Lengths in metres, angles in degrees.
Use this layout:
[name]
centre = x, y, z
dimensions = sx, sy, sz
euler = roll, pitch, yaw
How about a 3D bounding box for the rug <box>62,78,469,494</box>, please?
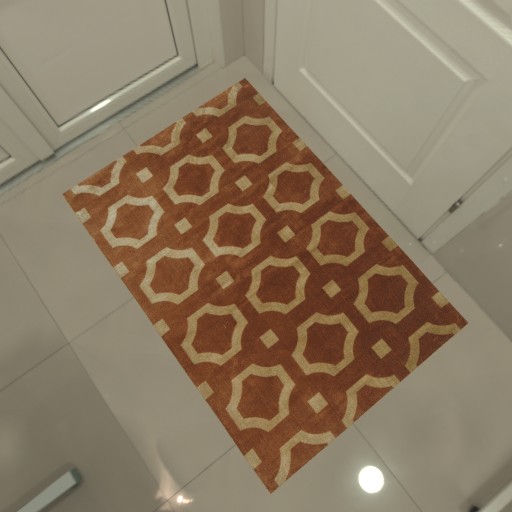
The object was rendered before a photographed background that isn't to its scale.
[rug]
centre = 0.000, 0.000, 2.854
dimensions = 1.555, 0.016, 2.286
euler = -36, 76, -11
